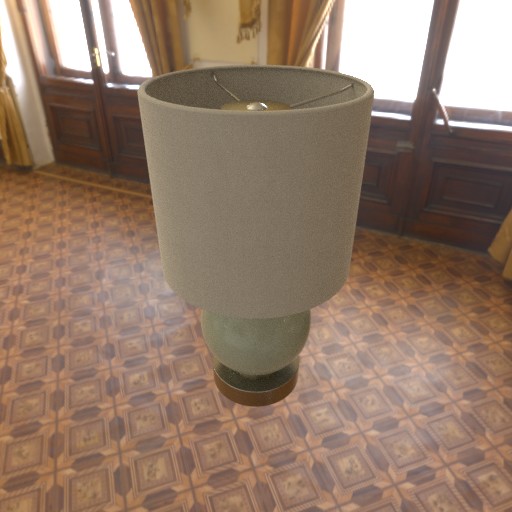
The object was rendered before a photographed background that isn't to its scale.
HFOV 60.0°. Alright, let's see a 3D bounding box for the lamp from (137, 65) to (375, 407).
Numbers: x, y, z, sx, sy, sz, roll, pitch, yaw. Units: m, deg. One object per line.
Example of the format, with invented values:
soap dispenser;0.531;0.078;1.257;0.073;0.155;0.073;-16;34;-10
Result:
lamp;0.000;0.000;0.477;0.201;0.353;0.201;23;38;32
